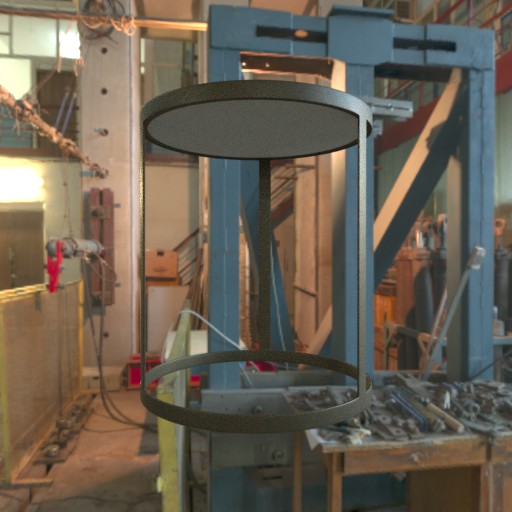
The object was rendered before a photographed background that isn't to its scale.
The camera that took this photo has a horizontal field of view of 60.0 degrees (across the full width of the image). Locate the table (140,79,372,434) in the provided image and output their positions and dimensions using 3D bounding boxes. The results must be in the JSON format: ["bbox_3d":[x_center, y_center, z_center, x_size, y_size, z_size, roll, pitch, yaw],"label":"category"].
[{"bbox_3d":[0.000,0.000,0.947,0.480,0.565,0.480,0,0,0],"label":"table"}]
